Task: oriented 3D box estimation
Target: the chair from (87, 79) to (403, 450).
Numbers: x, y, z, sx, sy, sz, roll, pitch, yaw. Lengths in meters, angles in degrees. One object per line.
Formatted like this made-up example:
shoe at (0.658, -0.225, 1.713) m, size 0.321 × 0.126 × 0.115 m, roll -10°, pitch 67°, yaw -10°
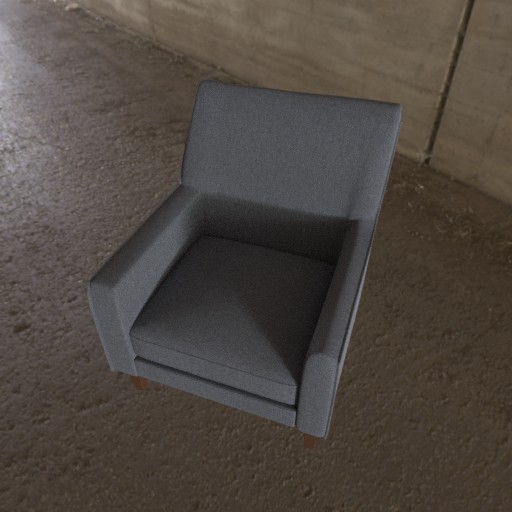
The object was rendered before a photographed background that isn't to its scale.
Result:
chair at (0.000, 0.000, 1.599) m, size 0.780 × 0.919 × 0.899 m, roll 13°, pitch 42°, yaw 15°
